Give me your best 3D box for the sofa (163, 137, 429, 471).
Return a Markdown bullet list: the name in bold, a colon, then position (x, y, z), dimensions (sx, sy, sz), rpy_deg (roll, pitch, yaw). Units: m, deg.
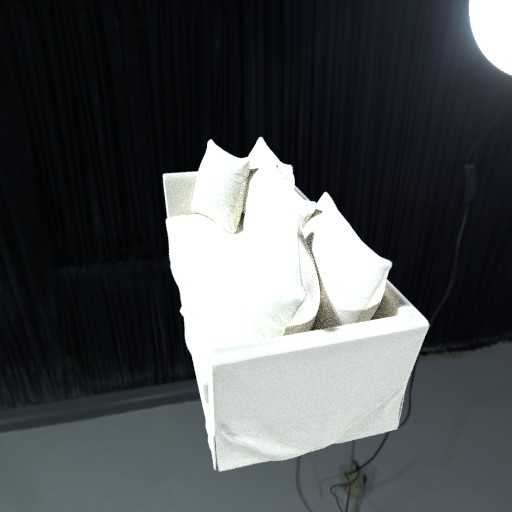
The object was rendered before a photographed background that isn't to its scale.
- **sofa**: position (0.000, 0.000, 2.881), dimensions (1.031, 1.034, 2.290), rpy_deg (-7, 30, -13)
